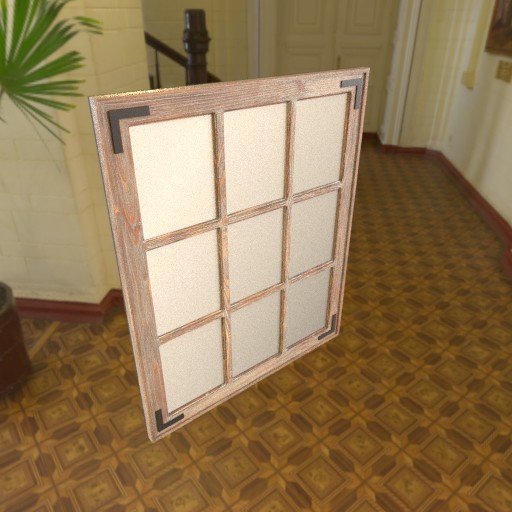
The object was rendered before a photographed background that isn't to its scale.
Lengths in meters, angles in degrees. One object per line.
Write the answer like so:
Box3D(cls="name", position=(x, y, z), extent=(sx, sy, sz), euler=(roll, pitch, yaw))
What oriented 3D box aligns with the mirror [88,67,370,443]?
Box3D(cls="mirror", position=(0.000, 0.000, 1.181), extent=(0.730, 0.882, 0.032), euler=(-21, 35, -33))
